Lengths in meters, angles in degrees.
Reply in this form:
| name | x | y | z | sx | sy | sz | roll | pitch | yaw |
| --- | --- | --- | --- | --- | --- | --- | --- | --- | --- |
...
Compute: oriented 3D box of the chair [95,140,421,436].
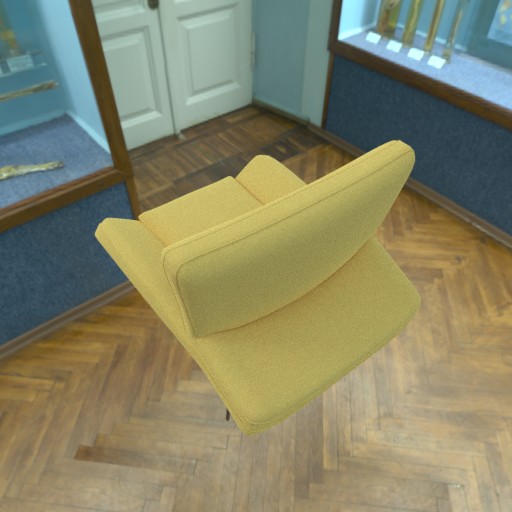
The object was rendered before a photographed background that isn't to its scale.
| name | x | y | z | sx | sy | sz | roll | pitch | yaw |
| --- | --- | --- | --- | --- | --- | --- | --- | --- | --- |
| chair | 0.000 | 0.000 | 1.615 | 0.859 | 0.855 | 1.008 | -28 | 52 | -25 |
